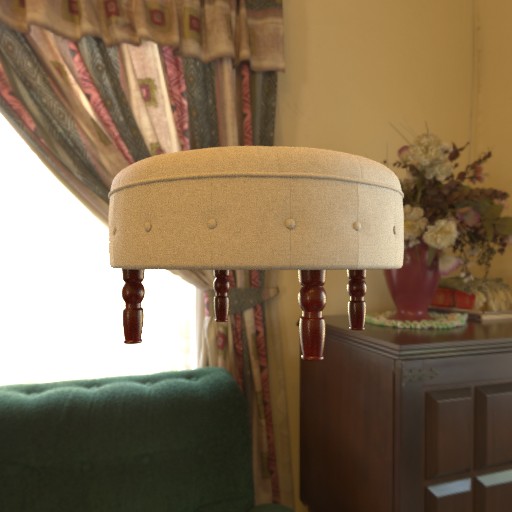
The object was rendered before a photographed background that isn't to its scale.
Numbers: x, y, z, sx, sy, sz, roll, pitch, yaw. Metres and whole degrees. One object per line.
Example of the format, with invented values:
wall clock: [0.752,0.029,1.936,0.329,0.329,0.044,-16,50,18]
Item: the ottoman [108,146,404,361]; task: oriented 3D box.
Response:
ottoman: [0.000,0.000,1.339,0.849,0.478,0.849,0,-1,0]
